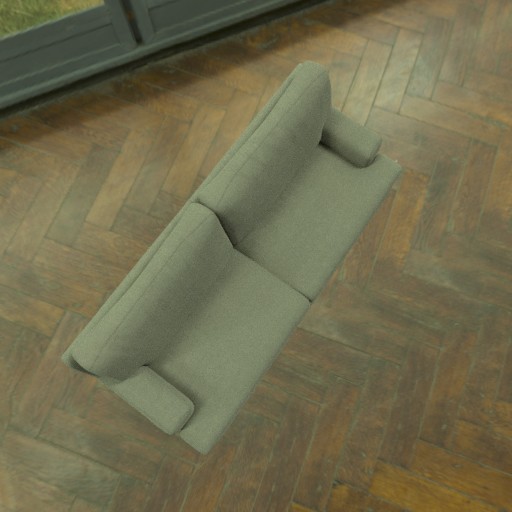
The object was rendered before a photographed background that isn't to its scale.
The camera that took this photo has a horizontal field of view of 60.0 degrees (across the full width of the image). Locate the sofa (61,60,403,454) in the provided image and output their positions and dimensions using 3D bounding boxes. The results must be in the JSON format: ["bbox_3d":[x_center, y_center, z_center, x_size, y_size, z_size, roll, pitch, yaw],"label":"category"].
[{"bbox_3d":[0.000,0.000,2.871,0.962,0.980,2.354,35,78,9],"label":"sofa"}]
